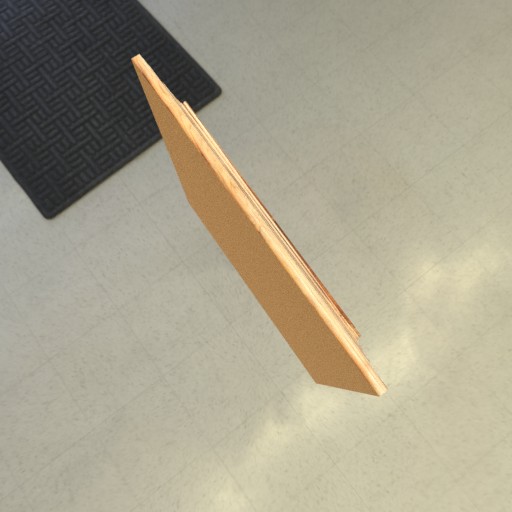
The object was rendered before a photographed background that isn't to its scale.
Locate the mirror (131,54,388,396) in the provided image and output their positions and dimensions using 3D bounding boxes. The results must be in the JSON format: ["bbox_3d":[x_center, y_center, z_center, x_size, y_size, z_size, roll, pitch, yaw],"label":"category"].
[{"bbox_3d":[0.000,0.000,1.217,0.061,0.804,0.804,-34,78,-8],"label":"mirror"}]
